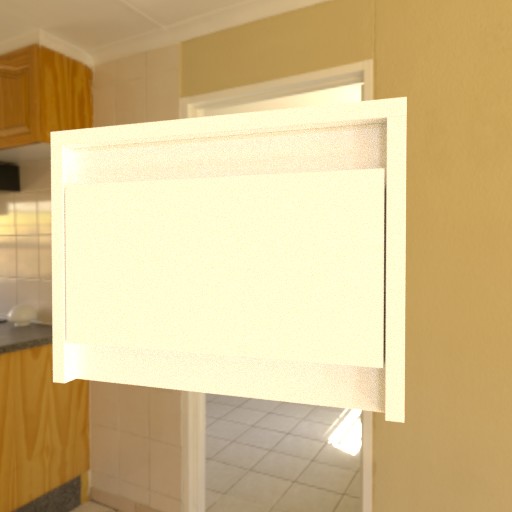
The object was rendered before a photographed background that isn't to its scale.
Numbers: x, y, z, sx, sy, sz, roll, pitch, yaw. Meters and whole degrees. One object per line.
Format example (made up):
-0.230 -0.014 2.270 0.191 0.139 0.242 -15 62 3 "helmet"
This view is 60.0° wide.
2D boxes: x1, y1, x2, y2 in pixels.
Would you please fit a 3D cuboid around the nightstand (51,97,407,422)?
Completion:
0.000 0.000 0.743 0.470 0.351 0.408 0 1 18 "nightstand"
